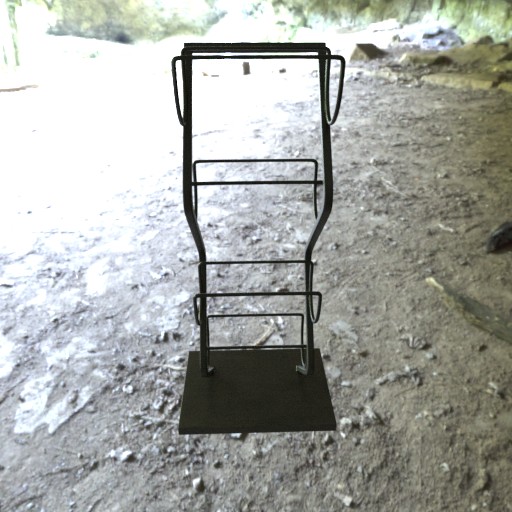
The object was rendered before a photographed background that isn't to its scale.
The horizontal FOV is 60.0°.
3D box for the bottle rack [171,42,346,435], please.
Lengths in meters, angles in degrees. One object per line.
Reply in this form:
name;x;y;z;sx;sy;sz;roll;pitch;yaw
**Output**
bottle rack;0.000;0.000;0.648;0.254;0.559;0.178;-1;31;-2
